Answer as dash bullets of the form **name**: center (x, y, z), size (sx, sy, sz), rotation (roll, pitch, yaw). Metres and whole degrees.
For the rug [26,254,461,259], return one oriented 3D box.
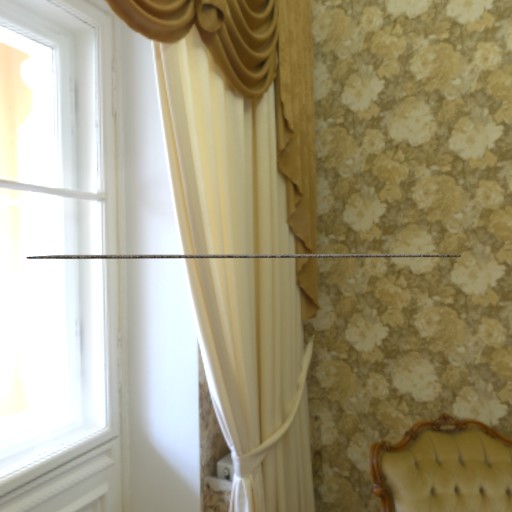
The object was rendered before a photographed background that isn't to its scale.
- **rug**: center (0.000, 0.000, 2.587), size (2.305, 0.013, 0.719), rotation (0, 1, -17)
